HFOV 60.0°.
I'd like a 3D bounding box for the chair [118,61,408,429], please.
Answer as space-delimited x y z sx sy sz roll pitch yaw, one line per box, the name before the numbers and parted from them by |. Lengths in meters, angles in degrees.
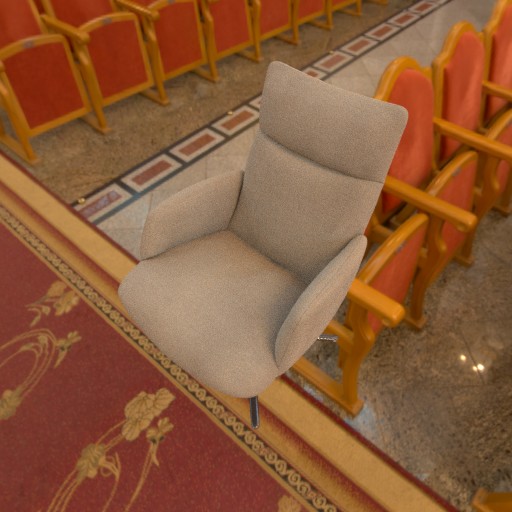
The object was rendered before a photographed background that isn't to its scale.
chair | 0.000 0.000 1.587 0.711 1.016 0.889 33 54 28
